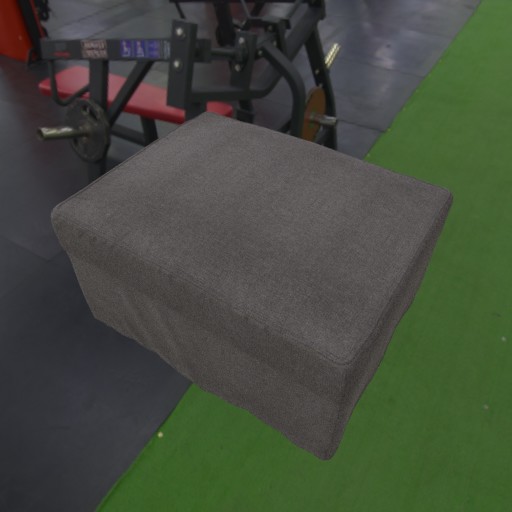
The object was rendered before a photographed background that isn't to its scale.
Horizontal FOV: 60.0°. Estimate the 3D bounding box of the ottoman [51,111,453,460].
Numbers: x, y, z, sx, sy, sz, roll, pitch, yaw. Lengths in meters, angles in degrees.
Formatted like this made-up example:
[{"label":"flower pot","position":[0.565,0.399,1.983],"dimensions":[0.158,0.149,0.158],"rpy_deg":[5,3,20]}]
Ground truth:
[{"label":"ottoman","position":[0.000,0.000,1.253],"dimensions":[0.833,0.492,0.652],"rpy_deg":[25,50,23]}]
